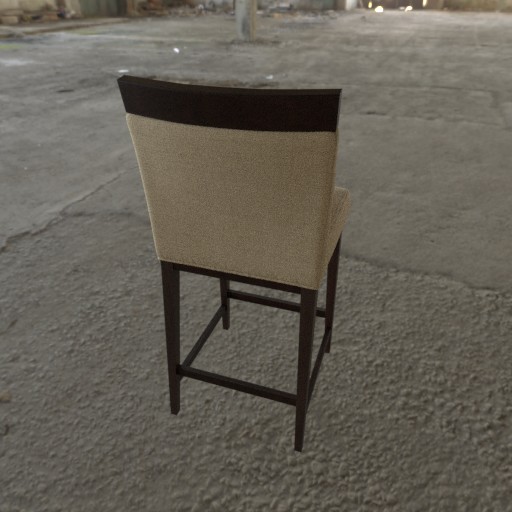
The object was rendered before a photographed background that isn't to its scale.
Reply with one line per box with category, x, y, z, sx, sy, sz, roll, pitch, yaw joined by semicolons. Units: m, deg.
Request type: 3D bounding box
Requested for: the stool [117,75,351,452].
stool;0.000;0.000;1.410;0.511;1.117;0.531;10;33;16
